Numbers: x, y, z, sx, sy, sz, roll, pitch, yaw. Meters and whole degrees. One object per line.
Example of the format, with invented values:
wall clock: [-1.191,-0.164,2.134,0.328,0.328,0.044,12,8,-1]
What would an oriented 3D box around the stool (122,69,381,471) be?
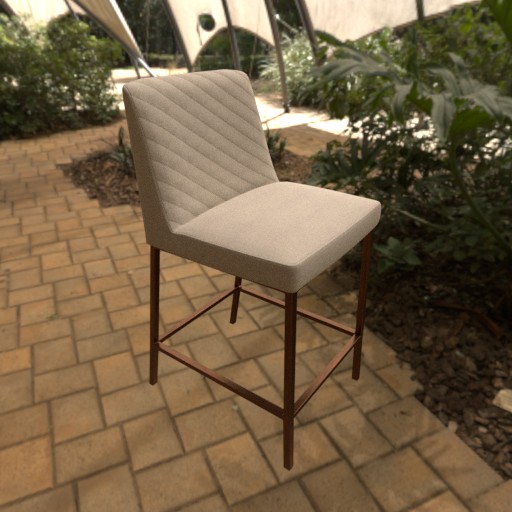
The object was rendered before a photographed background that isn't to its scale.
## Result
stool: [0.000,0.000,1.304,0.576,0.973,0.507,19,33,32]
